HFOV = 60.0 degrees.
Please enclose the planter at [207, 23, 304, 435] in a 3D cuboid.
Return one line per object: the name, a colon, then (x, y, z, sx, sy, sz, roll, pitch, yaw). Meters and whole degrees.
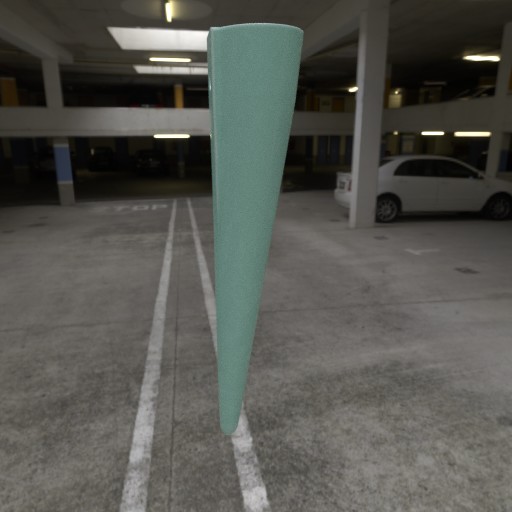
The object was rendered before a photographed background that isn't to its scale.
planter: (0.000, 0.000, 0.292, 0.055, 0.268, 0.054, -3, 16, -9)
